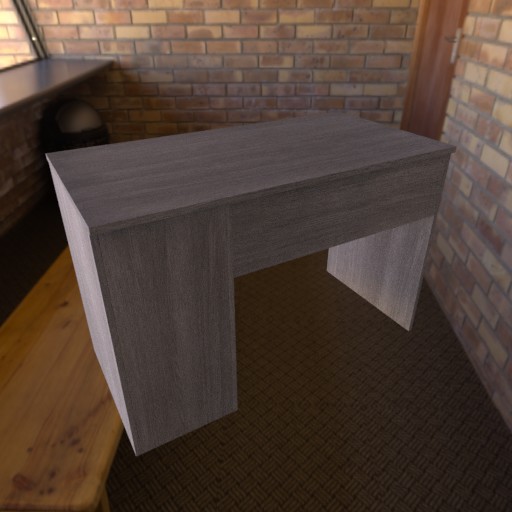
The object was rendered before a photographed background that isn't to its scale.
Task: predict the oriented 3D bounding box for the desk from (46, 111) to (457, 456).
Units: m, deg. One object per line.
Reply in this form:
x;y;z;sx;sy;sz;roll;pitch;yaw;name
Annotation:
0.000;0.000;1.510;1.097;0.735;0.560;-16;34;-26;desk
